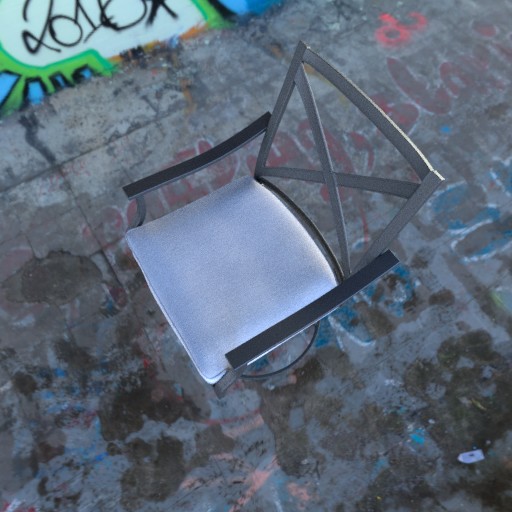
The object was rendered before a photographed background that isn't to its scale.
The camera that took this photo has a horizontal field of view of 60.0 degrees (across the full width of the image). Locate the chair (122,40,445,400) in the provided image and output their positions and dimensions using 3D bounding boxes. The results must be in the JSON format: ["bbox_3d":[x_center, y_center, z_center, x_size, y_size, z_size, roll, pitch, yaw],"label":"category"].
[{"bbox_3d":[0.000,0.000,1.301,0.620,0.889,0.575,-30,67,-14],"label":"chair"}]
